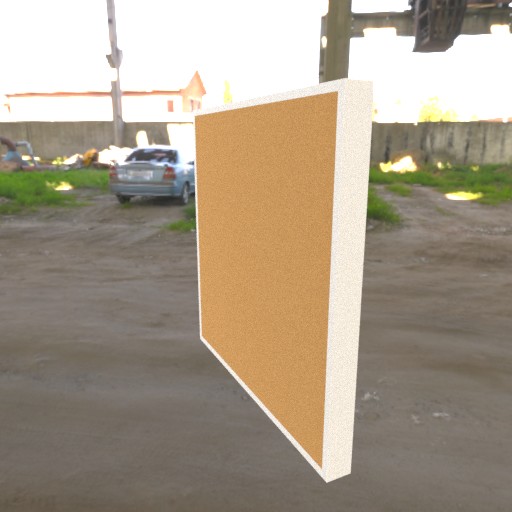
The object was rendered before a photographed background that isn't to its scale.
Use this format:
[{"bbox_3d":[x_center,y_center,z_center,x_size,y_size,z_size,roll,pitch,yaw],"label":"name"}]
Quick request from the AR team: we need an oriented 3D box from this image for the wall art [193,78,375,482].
[{"bbox_3d":[0.000,0.000,0.456,0.024,0.304,0.304,-7,16,-25],"label":"wall art"}]
